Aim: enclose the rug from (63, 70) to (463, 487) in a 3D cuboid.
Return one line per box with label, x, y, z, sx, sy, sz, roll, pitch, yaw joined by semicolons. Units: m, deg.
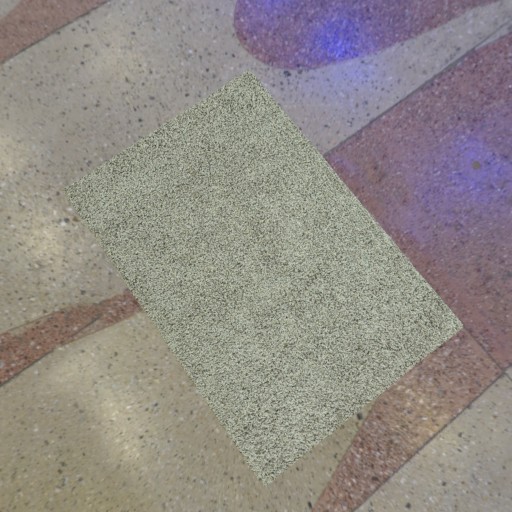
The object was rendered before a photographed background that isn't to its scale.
rug;0.000;0.000;2.248;1.219;0.030;1.778;-36;79;-8
